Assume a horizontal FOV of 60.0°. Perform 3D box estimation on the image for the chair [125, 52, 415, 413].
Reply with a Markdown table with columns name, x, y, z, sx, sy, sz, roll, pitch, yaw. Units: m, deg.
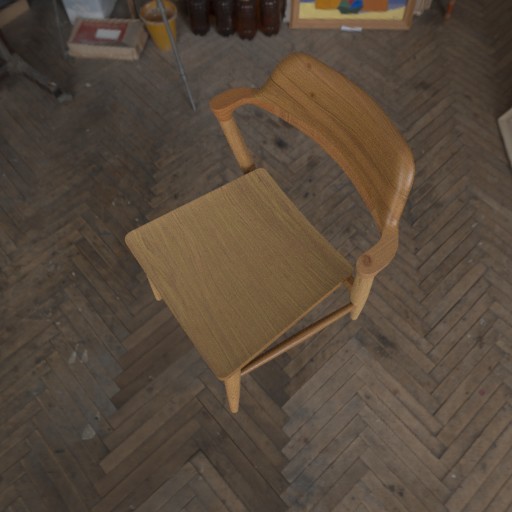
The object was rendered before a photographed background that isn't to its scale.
| name | x | y | z | sx | sy | sz | roll | pitch | yaw |
| --- | --- | --- | --- | --- | --- | --- | --- | --- | --- |
| chair | 0.000 | 0.000 | 1.099 | 0.499 | 0.792 | 0.512 | -33 | 69 | -15 |
